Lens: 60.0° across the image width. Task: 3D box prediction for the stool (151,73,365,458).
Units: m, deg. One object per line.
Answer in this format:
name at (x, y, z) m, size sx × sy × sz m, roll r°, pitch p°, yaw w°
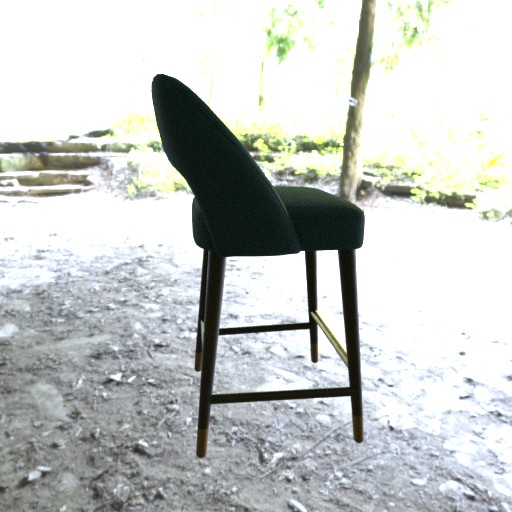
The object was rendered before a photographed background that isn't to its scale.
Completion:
stool at (0.000, 0.000, 1.248) m, size 0.522 × 0.939 × 0.536 m, roll -2°, pitch 15°, yaw -8°
